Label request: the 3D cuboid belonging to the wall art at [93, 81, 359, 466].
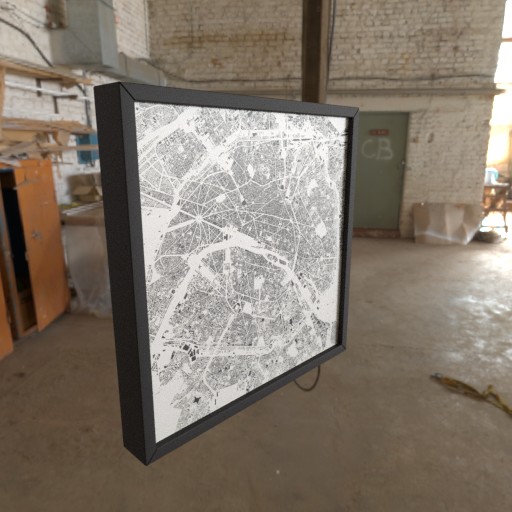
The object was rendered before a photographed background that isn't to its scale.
[{"bbox_3d":[0.000,0.000,0.455,0.037,0.305,0.305,13,19,42],"label":"wall art"}]
